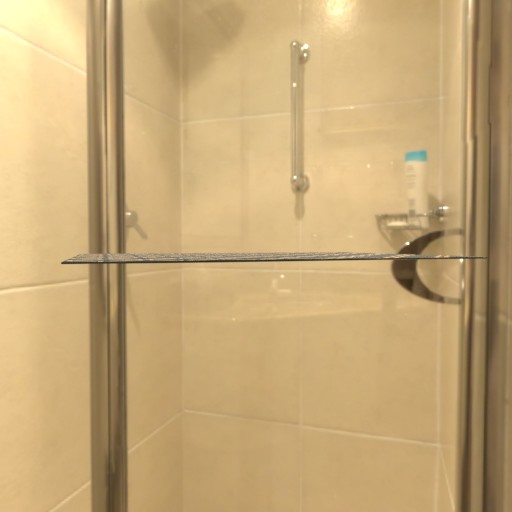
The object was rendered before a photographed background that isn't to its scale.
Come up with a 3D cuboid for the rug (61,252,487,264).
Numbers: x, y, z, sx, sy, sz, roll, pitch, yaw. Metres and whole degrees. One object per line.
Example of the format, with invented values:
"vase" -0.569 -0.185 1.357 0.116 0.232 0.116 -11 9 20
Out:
"rug" 0.000 0.000 4.382 3.342 0.018 2.432 -1 2 -19
